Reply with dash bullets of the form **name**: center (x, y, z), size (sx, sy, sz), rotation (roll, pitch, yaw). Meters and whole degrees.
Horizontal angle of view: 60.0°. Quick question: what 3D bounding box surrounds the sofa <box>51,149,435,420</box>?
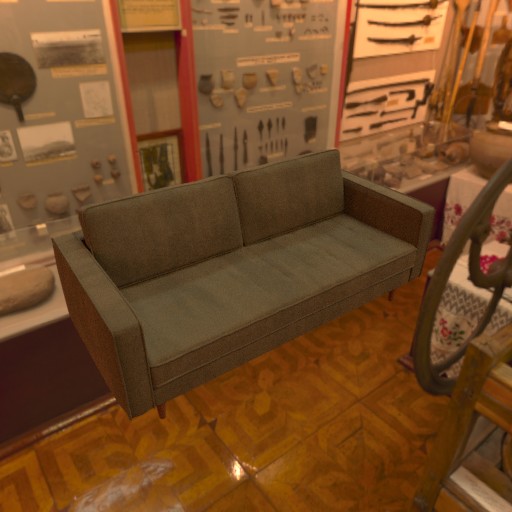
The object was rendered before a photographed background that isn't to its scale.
- **sofa**: center (0.000, 0.000, 2.468), size (1.920, 0.825, 0.924), rotation (-20, 36, -30)
